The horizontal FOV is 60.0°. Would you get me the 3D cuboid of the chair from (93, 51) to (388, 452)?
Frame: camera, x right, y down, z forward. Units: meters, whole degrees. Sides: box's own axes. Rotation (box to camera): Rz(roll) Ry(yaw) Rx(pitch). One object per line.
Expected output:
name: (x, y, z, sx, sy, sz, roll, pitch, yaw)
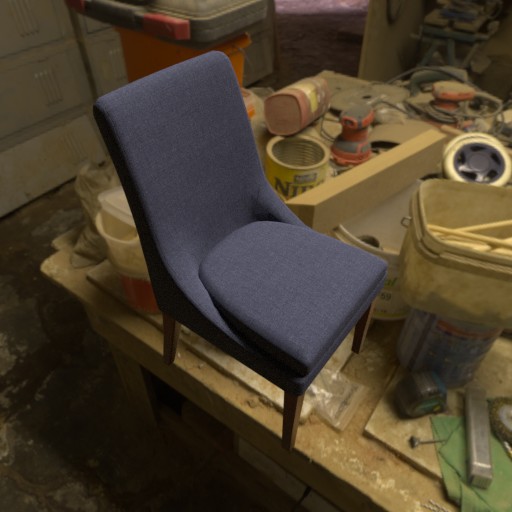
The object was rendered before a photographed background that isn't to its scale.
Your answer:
chair: (0.000, 0.000, 1.323, 0.655, 0.952, 0.508, 27, 49, 26)
